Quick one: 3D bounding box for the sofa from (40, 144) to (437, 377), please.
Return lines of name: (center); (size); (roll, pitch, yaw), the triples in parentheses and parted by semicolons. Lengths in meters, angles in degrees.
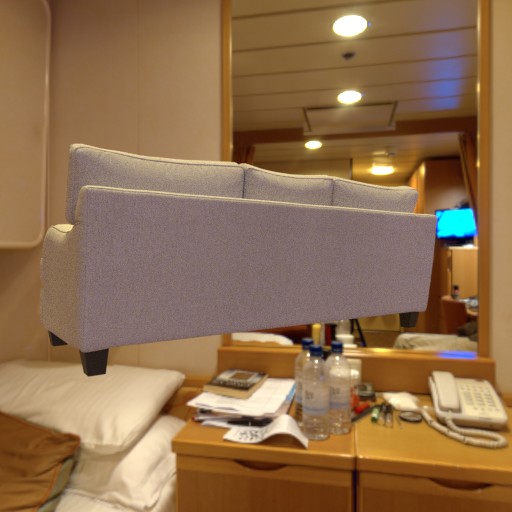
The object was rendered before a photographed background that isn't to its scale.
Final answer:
sofa: (0.000, 0.000, 2.749); (2.323, 0.991, 1.016); (0, 0, -35)
